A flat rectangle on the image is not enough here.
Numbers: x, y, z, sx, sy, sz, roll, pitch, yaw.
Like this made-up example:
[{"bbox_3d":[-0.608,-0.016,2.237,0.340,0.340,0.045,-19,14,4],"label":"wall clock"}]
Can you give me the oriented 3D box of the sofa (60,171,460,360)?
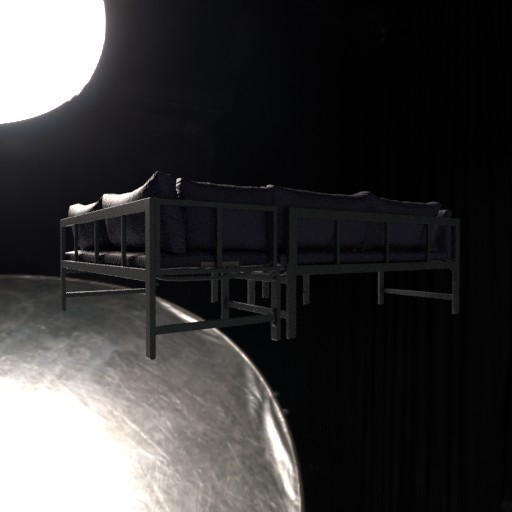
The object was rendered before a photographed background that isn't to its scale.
[{"bbox_3d":[0.000,0.000,3.003,2.149,0.762,1.658,-1,1,-35],"label":"sofa"}]
